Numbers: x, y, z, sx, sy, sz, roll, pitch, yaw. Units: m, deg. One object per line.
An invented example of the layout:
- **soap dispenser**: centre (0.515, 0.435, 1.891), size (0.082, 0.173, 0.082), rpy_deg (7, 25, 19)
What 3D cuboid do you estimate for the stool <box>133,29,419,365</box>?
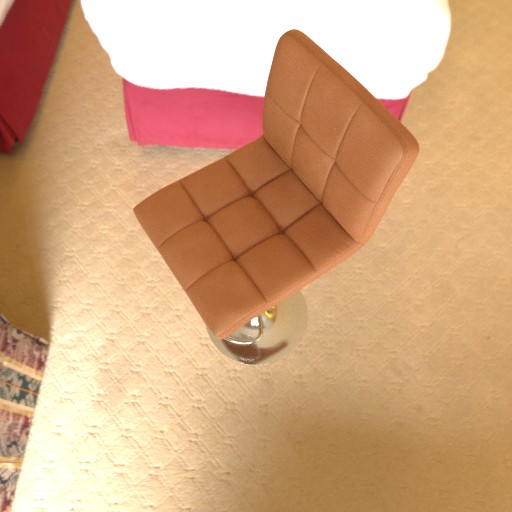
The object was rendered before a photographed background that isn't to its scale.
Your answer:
- **stool**: centre (0.000, 0.000, 1.338), size (0.505, 1.115, 0.430), rpy_deg (-32, 68, -14)
